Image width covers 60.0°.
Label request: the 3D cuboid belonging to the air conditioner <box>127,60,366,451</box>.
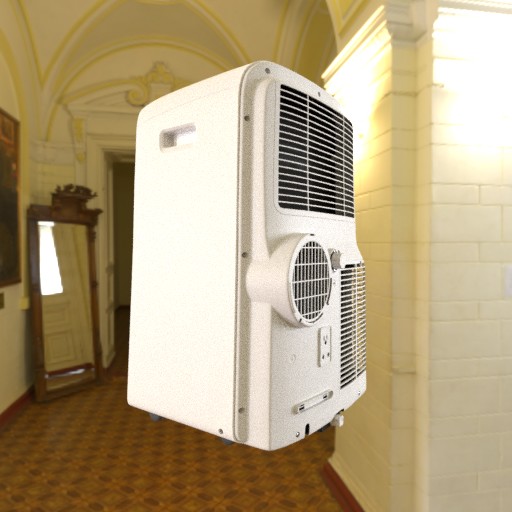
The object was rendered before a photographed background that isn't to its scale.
[{"bbox_3d":[0.000,0.000,1.083,0.467,0.765,0.478,1,1,35],"label":"air conditioner"}]
